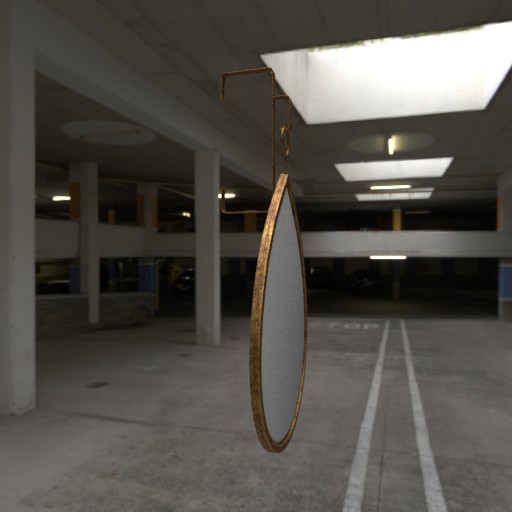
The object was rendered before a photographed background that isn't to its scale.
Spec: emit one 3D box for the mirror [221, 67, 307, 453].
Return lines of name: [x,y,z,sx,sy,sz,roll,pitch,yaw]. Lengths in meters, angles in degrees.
mirror: [0.000,0.000,0.894,0.144,0.744,0.405,0,0,17]
